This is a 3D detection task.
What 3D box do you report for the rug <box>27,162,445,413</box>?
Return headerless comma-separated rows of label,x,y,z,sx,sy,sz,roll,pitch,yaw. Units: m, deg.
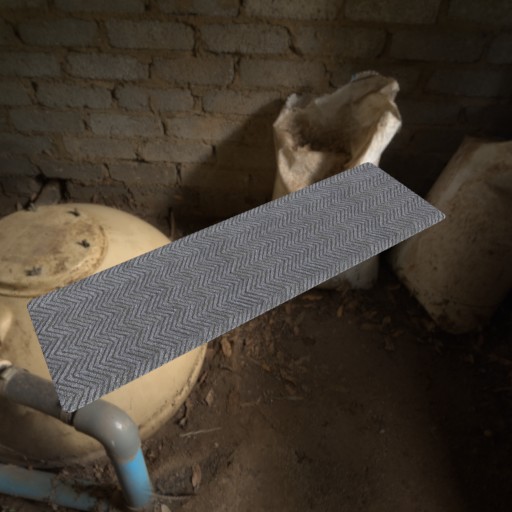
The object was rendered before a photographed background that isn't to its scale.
rug,0.000,0.000,2.433,2.286,0.008,0.686,-25,51,-22
